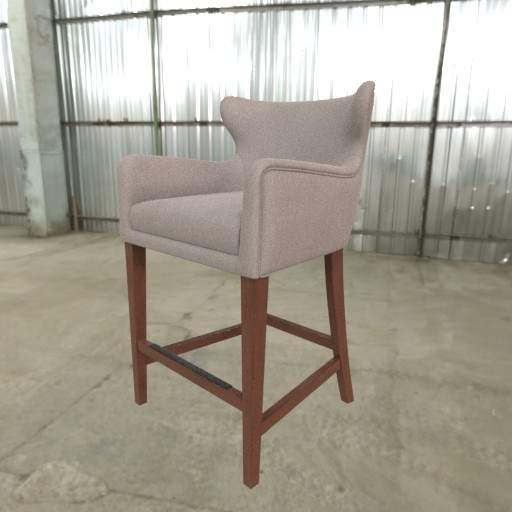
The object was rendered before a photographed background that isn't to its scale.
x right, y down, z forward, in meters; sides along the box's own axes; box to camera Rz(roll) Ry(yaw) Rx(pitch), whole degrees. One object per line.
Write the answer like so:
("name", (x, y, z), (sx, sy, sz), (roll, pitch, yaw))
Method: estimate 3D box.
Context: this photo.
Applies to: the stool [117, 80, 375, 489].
("stool", (0.000, 0.000, 1.310), (0.575, 0.951, 0.575), (14, 19, 43))
